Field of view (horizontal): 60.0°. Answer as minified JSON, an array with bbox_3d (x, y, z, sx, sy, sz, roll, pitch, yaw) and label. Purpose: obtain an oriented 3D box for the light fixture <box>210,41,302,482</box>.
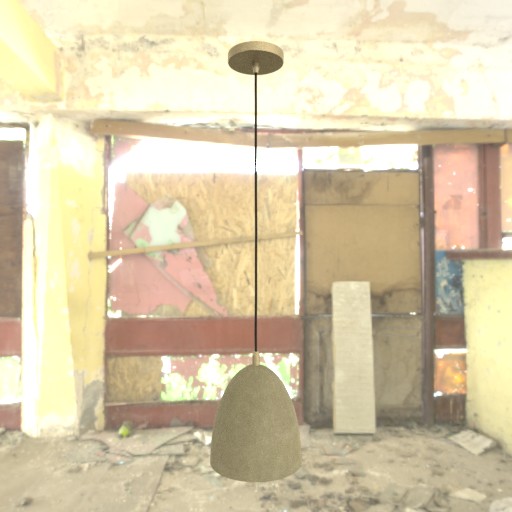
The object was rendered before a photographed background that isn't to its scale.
[{"bbox_3d":[0.000,0.000,0.831,0.170,0.759,0.170,0,-1,17],"label":"light fixture"}]
